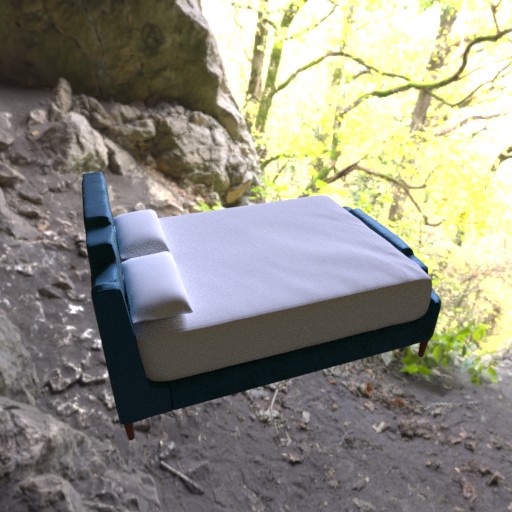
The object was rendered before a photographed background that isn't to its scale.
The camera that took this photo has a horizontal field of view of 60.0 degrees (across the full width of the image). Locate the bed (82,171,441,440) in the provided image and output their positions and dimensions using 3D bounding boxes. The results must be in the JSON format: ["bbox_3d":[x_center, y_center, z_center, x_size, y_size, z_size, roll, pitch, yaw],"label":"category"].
[{"bbox_3d":[0.000,0.000,3.415,2.322,1.338,1.678,-10,32,-17],"label":"bed"}]
